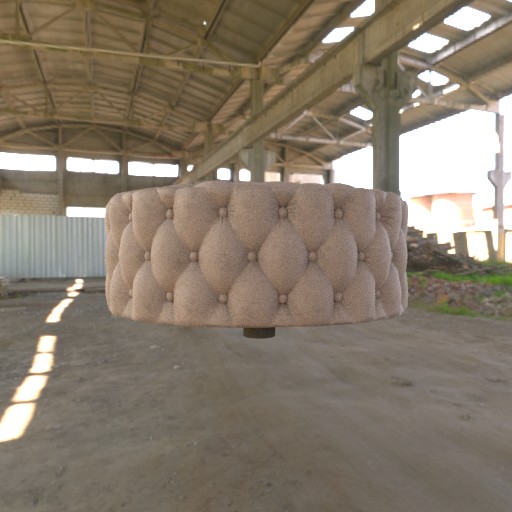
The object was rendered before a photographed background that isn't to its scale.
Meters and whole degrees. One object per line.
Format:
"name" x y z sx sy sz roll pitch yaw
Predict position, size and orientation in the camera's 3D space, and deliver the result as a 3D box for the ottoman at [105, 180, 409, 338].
"ottoman" 0.000 0.000 1.525 0.998 0.399 0.998 0 1 0
